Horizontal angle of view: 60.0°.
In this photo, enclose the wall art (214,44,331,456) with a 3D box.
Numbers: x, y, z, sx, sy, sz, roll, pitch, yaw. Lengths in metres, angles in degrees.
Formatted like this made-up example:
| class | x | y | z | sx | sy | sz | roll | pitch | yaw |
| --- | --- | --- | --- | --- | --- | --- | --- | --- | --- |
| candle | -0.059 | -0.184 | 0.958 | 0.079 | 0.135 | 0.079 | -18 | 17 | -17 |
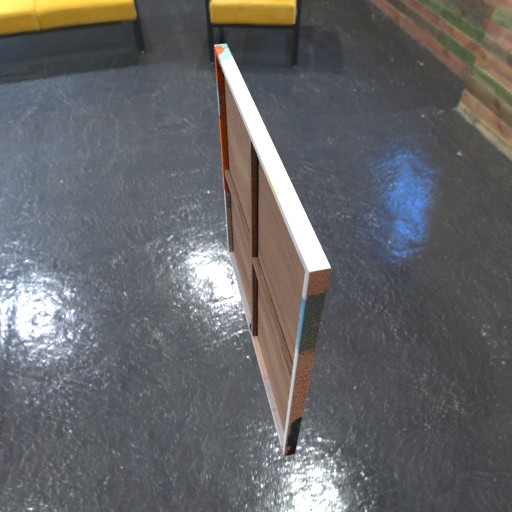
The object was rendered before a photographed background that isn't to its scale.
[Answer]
| class | x | y | z | sx | sy | sz | roll | pitch | yaw |
| --- | --- | --- | --- | --- | --- | --- | --- | --- | --- |
| wall art | 0.000 | 0.000 | 1.525 | 0.044 | 1.017 | 1.017 | -10 | 49 | -9 |
